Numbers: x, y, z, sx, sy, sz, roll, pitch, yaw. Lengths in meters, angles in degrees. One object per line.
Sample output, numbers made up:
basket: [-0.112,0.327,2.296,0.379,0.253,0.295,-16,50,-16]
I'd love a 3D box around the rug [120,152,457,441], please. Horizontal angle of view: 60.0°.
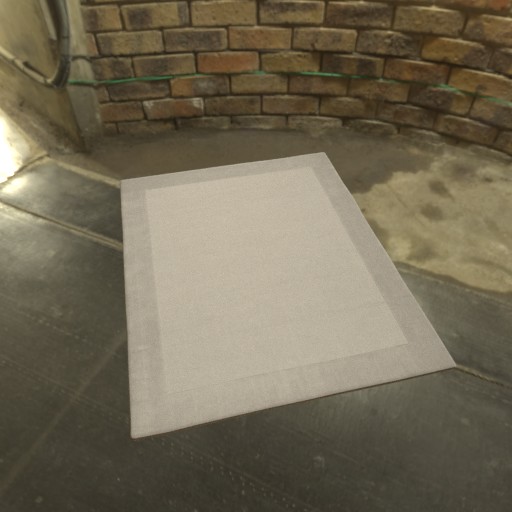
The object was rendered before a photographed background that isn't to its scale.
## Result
rug: [0.000,0.000,4.151,2.430,0.018,2.976,-10,47,-9]
